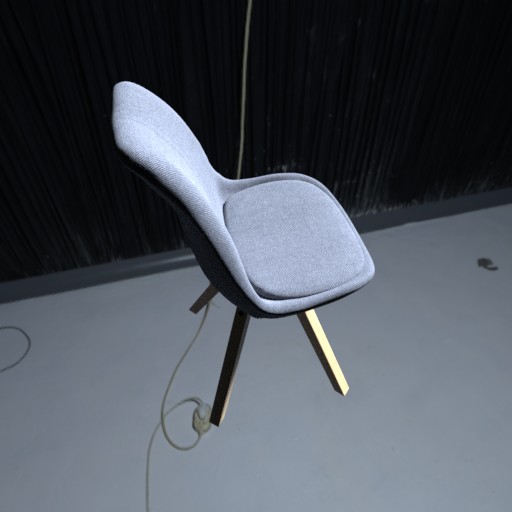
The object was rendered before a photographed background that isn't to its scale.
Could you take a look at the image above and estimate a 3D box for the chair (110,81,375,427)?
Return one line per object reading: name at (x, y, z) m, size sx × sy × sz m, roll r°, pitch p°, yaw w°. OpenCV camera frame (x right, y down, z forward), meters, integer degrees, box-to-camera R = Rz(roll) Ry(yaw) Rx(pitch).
chair at (0.000, 0.000, 1.141) m, size 0.550 × 0.850 × 0.485 m, roll -10°, pitch 46°, yaw -10°
